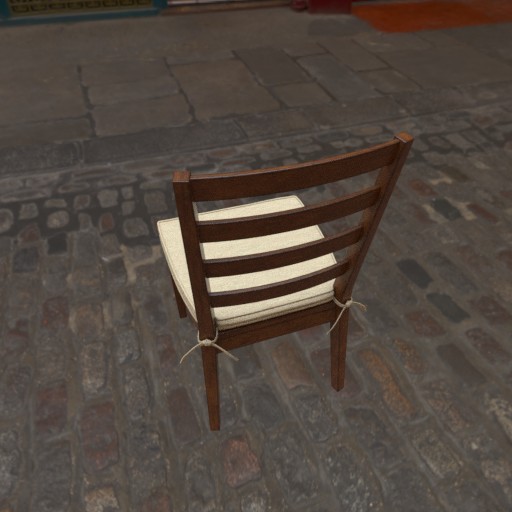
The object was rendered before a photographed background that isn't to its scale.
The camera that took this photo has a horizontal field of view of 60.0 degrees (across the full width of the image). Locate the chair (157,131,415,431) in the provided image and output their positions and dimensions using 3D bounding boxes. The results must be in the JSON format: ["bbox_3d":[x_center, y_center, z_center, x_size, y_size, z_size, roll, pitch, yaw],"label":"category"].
[{"bbox_3d":[0.000,0.000,1.365,0.593,0.979,0.595,-13,44,-14],"label":"chair"}]
